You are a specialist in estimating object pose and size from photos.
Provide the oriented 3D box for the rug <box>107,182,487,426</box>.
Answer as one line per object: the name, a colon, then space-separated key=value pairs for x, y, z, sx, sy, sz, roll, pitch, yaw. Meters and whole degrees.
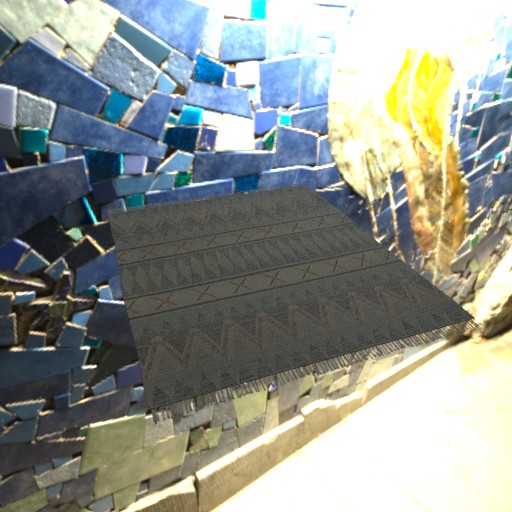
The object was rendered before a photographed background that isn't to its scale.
rug: x=0.000 y=0.000 z=3.962 sx=2.371 sy=0.012 sz=3.000 roll=-11 pitch=32 yaw=-18
